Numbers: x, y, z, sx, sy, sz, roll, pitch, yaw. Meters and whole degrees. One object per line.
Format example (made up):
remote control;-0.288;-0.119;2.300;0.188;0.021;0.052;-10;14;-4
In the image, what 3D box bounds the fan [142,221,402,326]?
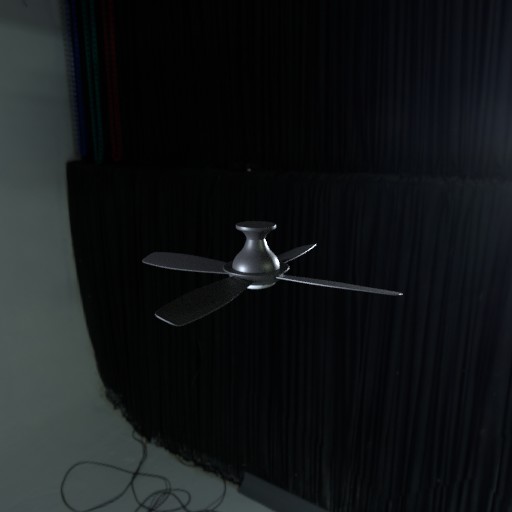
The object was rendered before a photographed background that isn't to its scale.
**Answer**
fan;0.000;0.000;2.640;1.694;0.382;1.694;7;16;27
